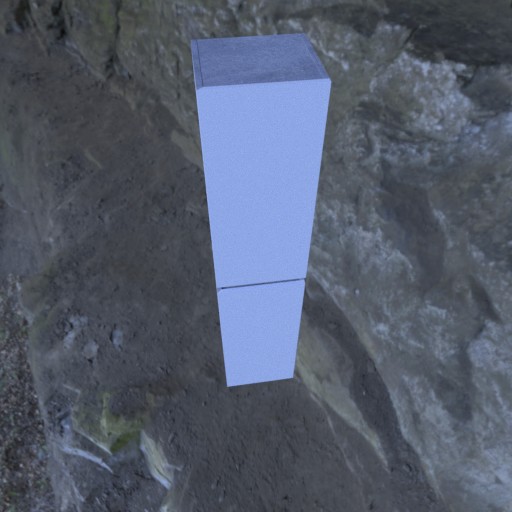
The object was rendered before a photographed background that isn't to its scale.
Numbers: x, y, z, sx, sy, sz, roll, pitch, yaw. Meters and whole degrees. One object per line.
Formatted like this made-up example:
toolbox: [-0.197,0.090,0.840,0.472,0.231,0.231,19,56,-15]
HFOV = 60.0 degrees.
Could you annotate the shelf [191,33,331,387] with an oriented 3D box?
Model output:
shelf: [0.000,0.000,1.579,0.300,1.400,0.270,-6,48,-6]
